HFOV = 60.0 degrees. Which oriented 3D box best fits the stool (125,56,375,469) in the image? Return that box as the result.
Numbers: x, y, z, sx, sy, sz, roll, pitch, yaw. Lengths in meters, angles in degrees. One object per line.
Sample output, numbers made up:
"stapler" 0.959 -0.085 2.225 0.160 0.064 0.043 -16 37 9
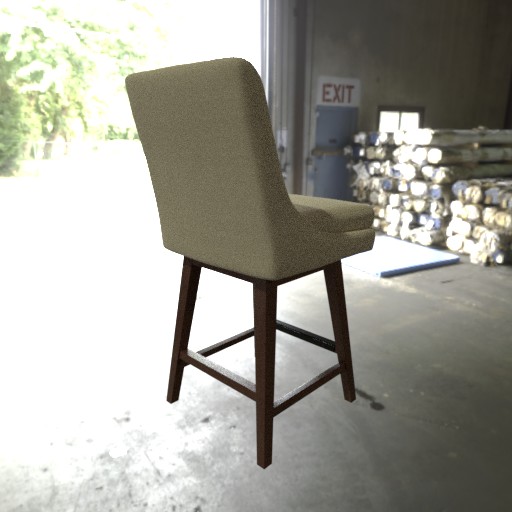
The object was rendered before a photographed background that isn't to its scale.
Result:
"stool" 0.000 0.000 1.300 0.483 0.991 0.559 15 21 42
